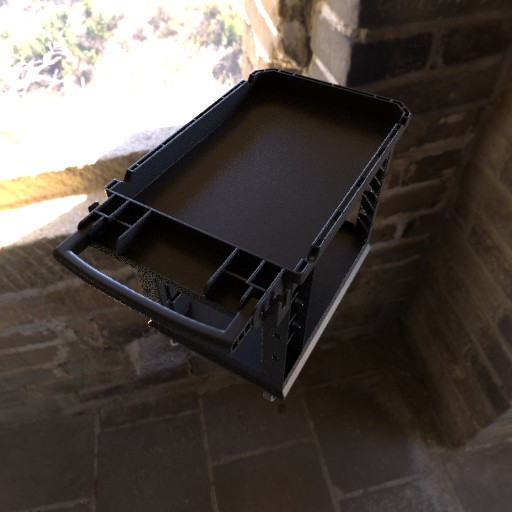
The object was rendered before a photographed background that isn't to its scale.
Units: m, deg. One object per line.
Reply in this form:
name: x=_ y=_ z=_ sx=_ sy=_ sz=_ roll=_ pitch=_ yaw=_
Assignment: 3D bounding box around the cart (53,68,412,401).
cart: x=0.000 y=0.000 z=1.752 sx=0.674 sy=0.884 sz=1.239 roll=24 pitch=52 yaw=20
